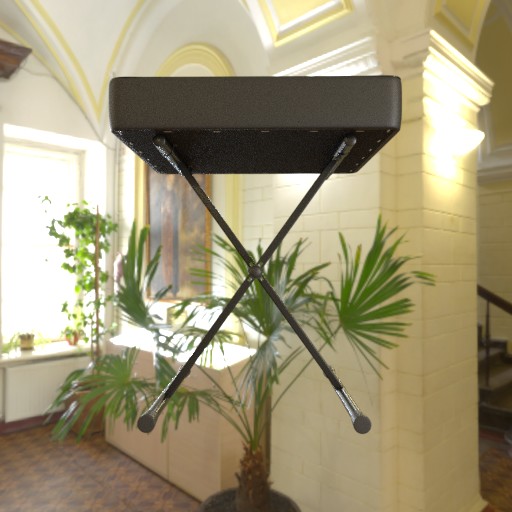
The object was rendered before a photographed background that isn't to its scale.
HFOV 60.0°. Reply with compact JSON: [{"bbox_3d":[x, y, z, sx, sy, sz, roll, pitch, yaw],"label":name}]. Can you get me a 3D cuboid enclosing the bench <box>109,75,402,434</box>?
[{"bbox_3d":[0.000,0.000,0.777,0.424,0.500,0.321,0,-1,1],"label":"bench"}]
